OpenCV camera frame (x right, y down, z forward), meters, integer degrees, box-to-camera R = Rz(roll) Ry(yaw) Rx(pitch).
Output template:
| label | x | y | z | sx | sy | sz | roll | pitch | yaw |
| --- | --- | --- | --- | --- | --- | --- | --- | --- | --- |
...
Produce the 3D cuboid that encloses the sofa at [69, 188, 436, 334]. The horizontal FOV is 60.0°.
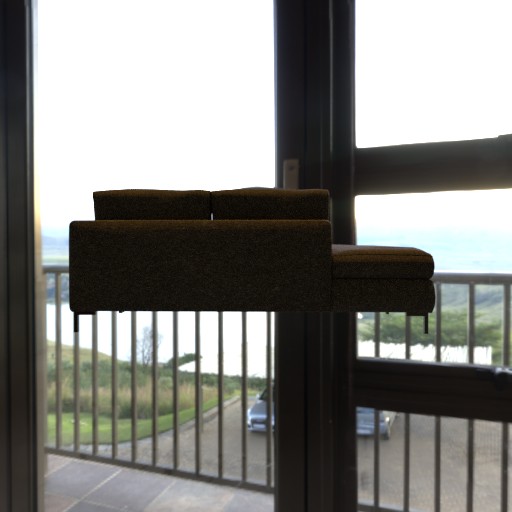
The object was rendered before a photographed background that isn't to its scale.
| label | x | y | z | sx | sy | sz | roll | pitch | yaw |
| --- | --- | --- | --- | --- | --- | --- | --- | --- | --- |
| sofa | 0.000 | 0.000 | 3.846 | 2.007 | 0.815 | 2.949 | 0 | 1 | 1 |
